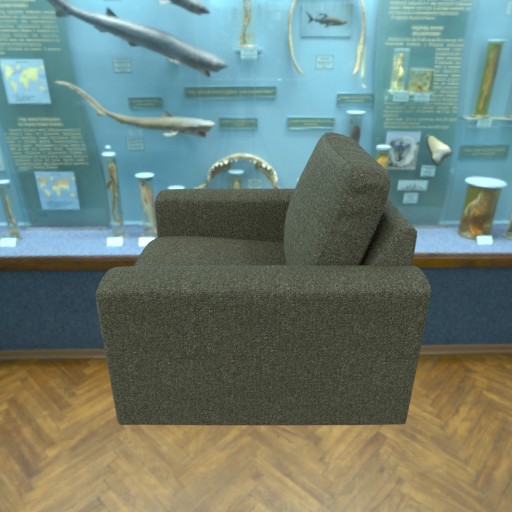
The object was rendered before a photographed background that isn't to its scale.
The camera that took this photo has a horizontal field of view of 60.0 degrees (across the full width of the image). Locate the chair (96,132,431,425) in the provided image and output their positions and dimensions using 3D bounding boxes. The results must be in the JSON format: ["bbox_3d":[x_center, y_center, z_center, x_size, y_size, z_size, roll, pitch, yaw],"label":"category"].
[{"bbox_3d":[0.000,0.000,1.772,1.016,0.873,1.005,0,25,0],"label":"chair"}]
